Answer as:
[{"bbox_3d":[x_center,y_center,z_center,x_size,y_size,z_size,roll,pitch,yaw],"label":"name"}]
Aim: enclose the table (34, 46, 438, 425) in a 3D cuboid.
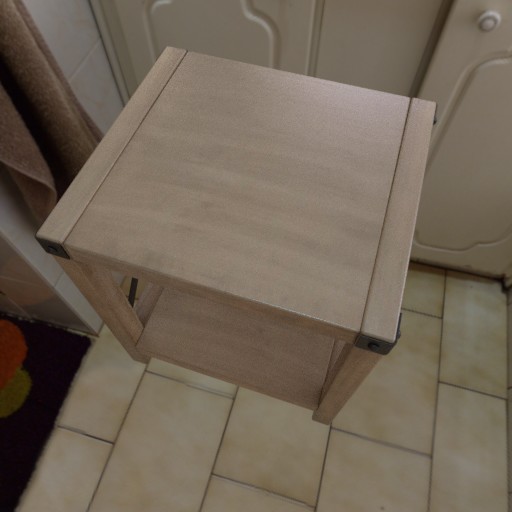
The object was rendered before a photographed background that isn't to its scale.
[{"bbox_3d":[0.000,0.000,0.912,0.510,0.561,0.459,16,61,9],"label":"table"}]
